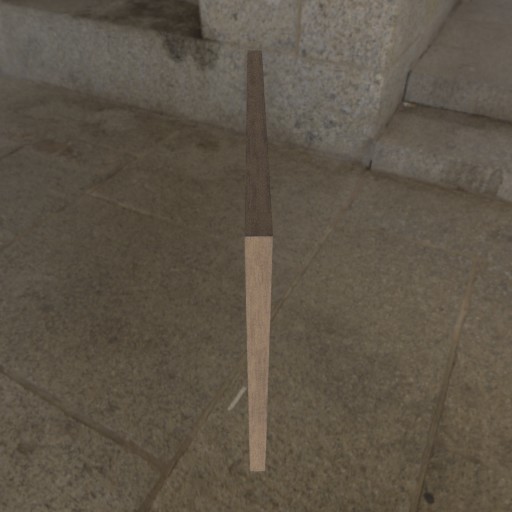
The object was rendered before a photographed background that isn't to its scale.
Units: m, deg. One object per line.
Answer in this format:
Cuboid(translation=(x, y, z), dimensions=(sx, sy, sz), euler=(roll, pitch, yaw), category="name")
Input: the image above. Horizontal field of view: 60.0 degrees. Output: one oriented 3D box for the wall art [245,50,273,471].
Cuboid(translation=(0.000, 0.000, 1.134), dimensions=(0.038, 0.762, 0.762), euler=(0, 42, 0), category="wall art")
